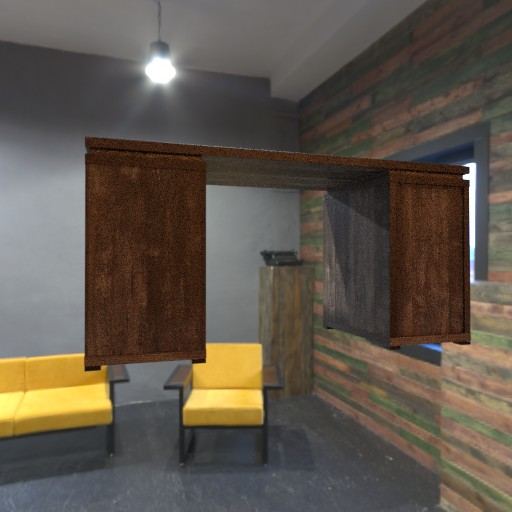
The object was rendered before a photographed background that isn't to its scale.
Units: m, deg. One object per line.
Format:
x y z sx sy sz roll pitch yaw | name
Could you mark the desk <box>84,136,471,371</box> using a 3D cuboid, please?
0.000 0.000 2.217 1.524 0.753 1.200 0 -1 -17 | desk
